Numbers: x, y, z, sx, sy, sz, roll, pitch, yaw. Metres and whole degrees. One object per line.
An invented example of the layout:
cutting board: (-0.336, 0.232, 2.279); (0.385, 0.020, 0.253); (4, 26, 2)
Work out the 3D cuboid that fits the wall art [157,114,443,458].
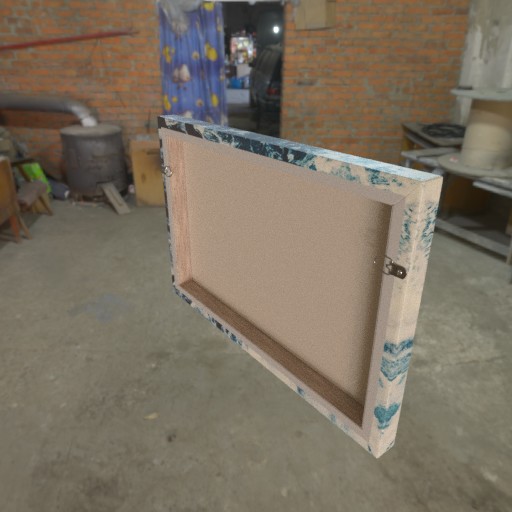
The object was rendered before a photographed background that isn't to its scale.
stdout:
wall art: (0.000, 0.000, 0.772); (0.043, 0.407, 0.609); (-18, 31, -34)
